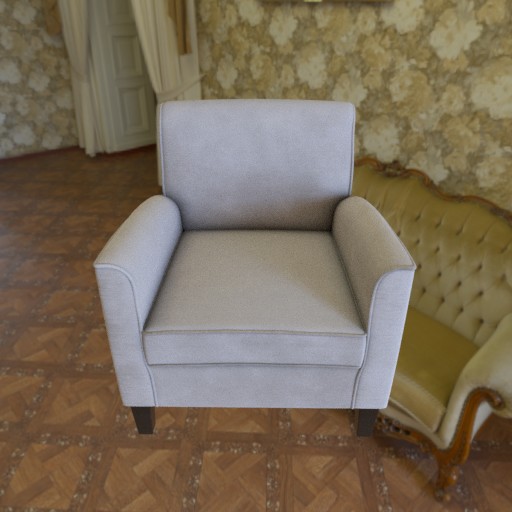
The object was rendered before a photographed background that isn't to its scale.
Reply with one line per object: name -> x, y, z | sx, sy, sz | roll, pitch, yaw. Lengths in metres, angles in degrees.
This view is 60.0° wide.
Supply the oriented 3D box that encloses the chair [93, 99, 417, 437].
chair -> 0.000, 0.000, 1.536 | 0.820, 0.915, 0.821 | 0, 29, 1
